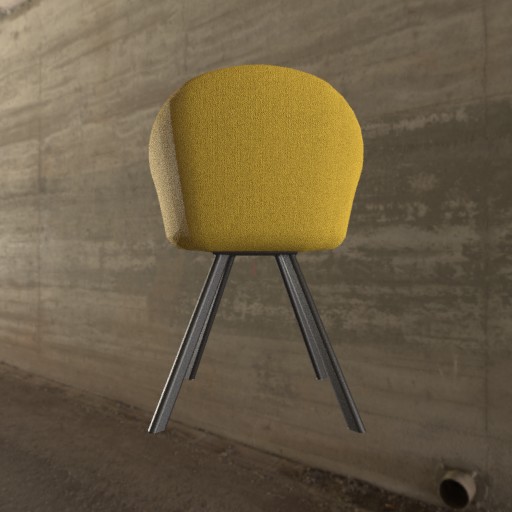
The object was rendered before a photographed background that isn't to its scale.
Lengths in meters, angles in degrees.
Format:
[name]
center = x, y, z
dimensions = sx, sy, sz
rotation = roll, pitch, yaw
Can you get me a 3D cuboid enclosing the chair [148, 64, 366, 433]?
[chair]
center = 0.000, 0.000, 1.157
dimensions = 0.545, 0.775, 0.565
rotation = 0, -1, 0
